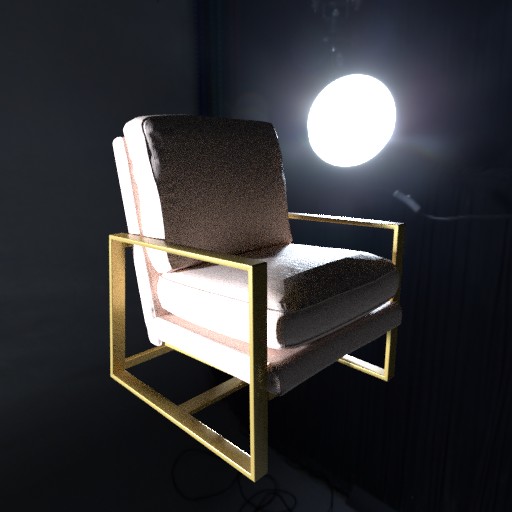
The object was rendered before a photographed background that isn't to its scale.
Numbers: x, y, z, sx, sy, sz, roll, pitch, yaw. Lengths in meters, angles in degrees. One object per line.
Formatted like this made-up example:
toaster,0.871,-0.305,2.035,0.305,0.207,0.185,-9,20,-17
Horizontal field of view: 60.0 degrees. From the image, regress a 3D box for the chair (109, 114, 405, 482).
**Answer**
chair,0.000,0.000,1.553,0.813,0.956,0.758,14,20,43
